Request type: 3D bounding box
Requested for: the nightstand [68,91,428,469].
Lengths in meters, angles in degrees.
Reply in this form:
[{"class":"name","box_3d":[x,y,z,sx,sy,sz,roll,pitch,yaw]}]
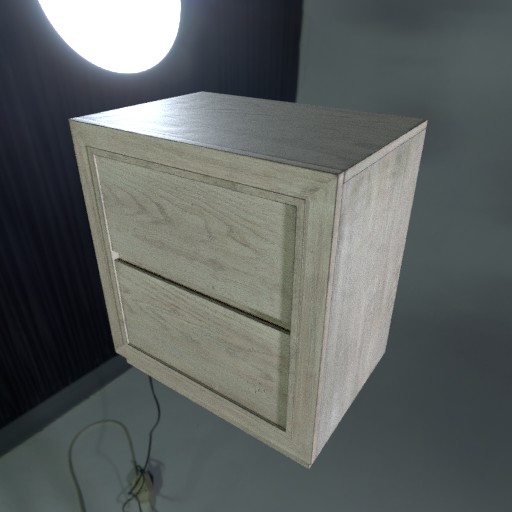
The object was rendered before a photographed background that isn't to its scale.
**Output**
[{"class":"nightstand","box_3d":[0.000,0.000,1.098,0.612,0.673,0.483,19,34,30]}]
